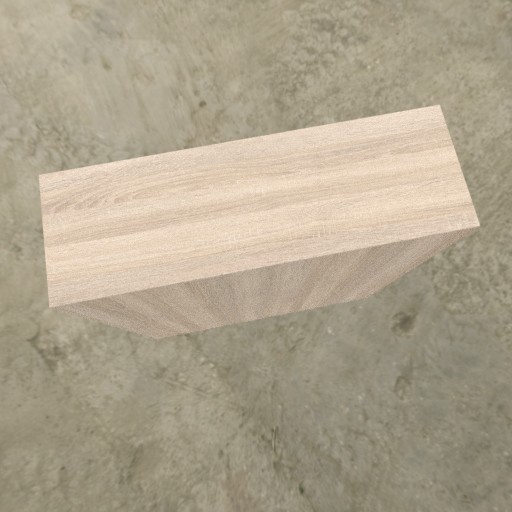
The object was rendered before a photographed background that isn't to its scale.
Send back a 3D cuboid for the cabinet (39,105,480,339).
[{"bbox_3d":[0.000,0.000,2.959,1.870,2.060,0.620,-11,76,-3],"label":"cabinet"}]
